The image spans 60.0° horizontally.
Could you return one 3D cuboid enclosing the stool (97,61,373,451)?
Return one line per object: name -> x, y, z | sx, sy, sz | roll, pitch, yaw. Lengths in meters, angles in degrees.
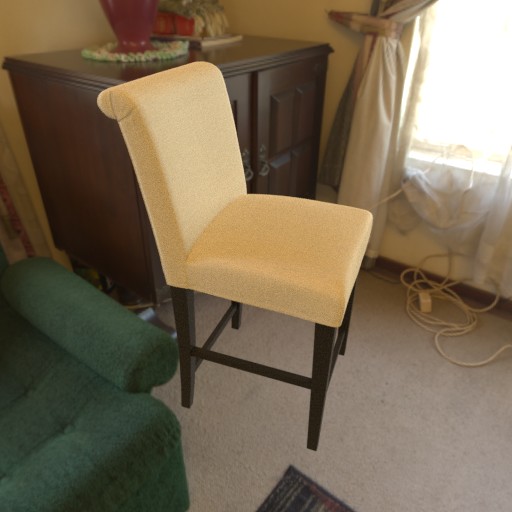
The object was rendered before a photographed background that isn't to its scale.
stool -> 0.000, 0.000, 1.299 | 0.597, 0.976, 0.452 | 11, 33, 17
